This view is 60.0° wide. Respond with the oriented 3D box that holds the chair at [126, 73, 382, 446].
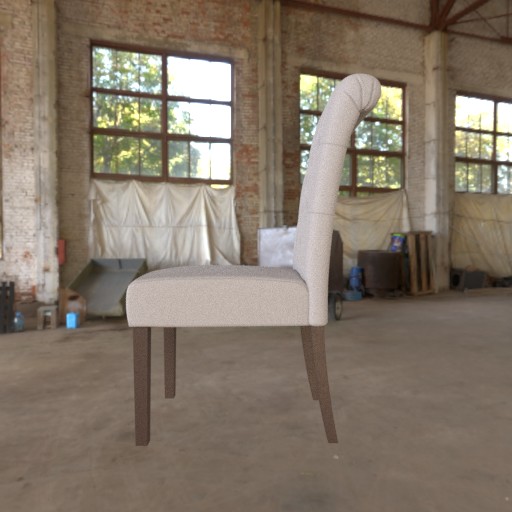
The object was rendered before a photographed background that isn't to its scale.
[{"bbox_3d":[0.000,0.000,1.371,0.671,1.006,0.456,0,1,0],"label":"chair"}]
